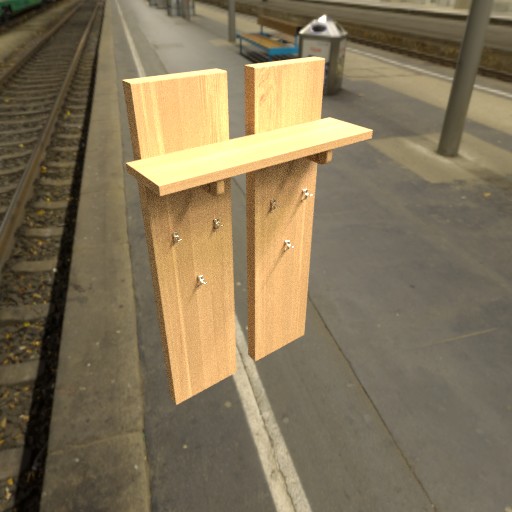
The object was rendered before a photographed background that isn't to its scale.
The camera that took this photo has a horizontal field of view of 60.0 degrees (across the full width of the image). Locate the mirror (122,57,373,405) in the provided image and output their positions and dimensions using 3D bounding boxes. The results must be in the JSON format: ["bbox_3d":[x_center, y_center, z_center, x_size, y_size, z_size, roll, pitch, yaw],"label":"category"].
[{"bbox_3d":[0.000,0.000,1.614,0.800,1.250,0.260,-22,38,-31],"label":"mirror"}]
